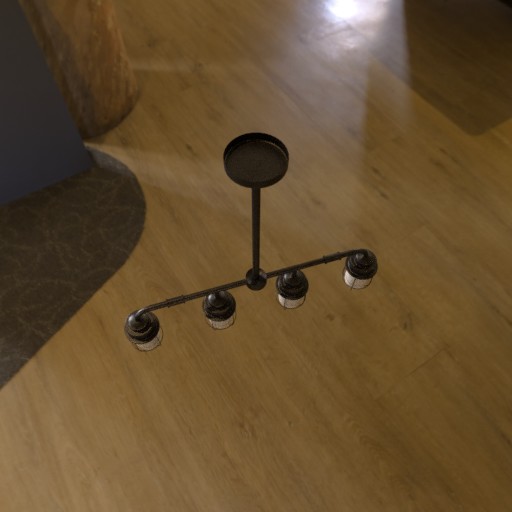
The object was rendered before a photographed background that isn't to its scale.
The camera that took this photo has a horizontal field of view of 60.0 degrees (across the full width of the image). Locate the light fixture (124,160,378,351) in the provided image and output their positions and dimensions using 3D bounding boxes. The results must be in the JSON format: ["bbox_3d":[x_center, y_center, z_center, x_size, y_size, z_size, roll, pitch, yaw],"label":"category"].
[{"bbox_3d":[0.000,0.000,1.220,0.852,0.785,0.131,-15,61,-9],"label":"light fixture"}]
